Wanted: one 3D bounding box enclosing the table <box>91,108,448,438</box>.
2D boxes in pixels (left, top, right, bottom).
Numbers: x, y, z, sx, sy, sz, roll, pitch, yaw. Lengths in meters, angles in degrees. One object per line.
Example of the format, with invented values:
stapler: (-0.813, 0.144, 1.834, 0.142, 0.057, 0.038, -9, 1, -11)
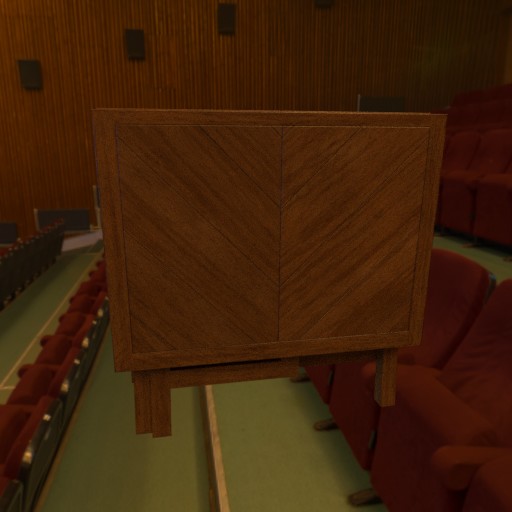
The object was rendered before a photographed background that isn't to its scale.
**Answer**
table: (0.000, 0.000, 1.276, 0.746, 0.763, 0.591, -3, 14, -10)
